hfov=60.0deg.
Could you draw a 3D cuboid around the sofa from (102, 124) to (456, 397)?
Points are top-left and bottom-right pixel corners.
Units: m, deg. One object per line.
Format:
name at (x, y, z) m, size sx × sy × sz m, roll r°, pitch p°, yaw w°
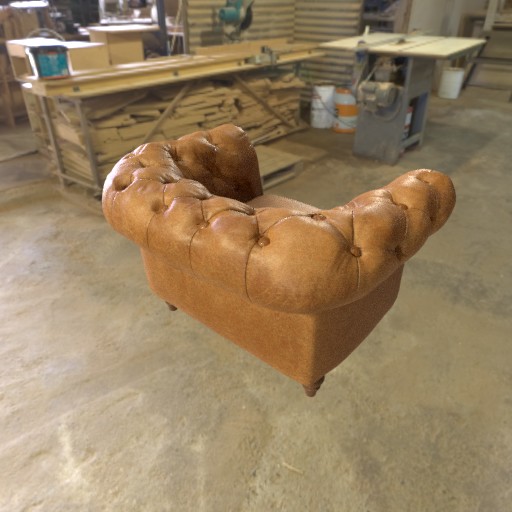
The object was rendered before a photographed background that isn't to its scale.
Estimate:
sofa at (0.000, 0.000, 2.062) m, size 1.405 × 0.878 × 1.033 m, roll 24°, pitch 39°, yaw 34°
